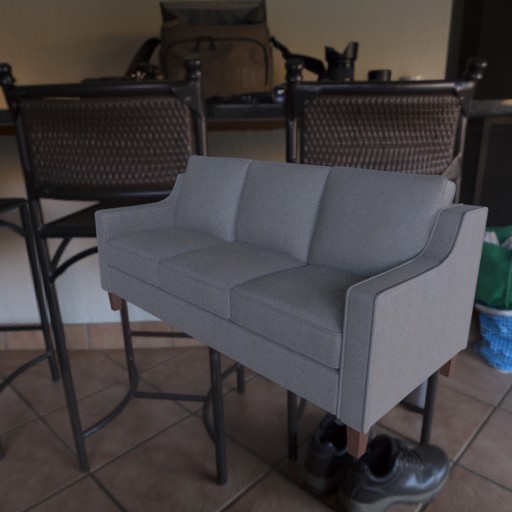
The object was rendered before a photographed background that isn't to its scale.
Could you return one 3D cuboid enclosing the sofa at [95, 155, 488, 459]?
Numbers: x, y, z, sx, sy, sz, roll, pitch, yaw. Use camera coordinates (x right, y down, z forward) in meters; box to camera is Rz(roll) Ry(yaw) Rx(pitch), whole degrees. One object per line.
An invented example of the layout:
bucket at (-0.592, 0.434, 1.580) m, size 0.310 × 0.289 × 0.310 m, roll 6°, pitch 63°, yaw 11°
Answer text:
sofa at (0.000, 0.000, 2.405) m, size 0.911 × 0.974 × 1.986 m, roll -16°, pitch 23°, yaw -42°
